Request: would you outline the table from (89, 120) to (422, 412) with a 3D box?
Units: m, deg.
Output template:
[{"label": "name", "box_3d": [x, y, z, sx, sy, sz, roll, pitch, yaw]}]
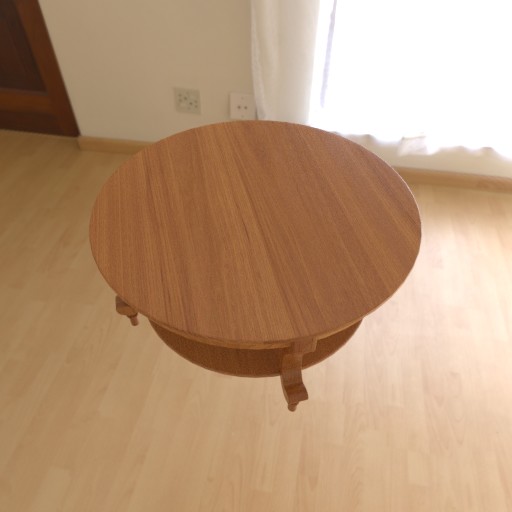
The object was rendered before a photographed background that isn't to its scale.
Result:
[{"label": "table", "box_3d": [0.000, 0.000, 1.583, 1.029, 0.490, 1.029, 0, 47, 0]}]
